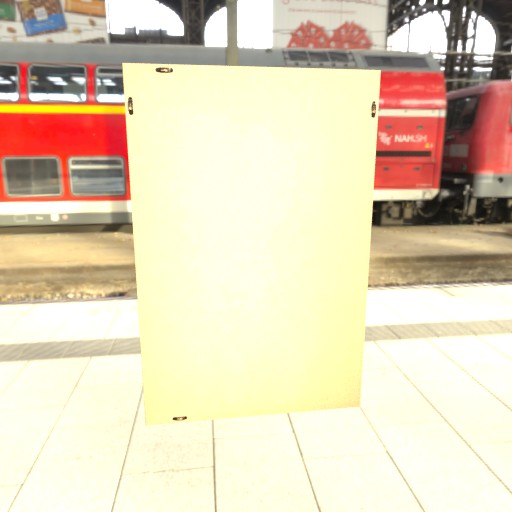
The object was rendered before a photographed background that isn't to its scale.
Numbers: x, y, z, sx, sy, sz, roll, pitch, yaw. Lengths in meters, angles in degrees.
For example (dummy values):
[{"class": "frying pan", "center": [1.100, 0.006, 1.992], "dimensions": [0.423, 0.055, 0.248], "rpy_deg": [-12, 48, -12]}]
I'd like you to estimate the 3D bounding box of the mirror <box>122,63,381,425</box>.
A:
[{"class": "mirror", "center": [0.000, 0.000, 1.154], "dimensions": [0.609, 0.915, 0.041], "rpy_deg": [-2, 13, -8]}]
